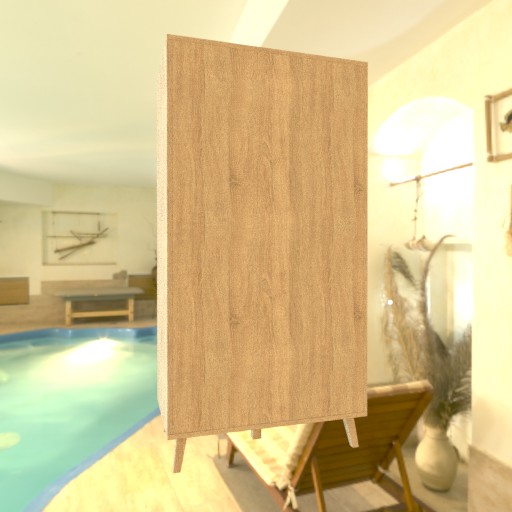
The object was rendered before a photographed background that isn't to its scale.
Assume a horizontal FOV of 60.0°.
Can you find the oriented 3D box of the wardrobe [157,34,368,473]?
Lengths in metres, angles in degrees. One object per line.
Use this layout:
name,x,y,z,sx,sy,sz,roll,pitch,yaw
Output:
wardrobe,0.000,0.000,2.386,1.000,1.960,0.600,0,0,-17
